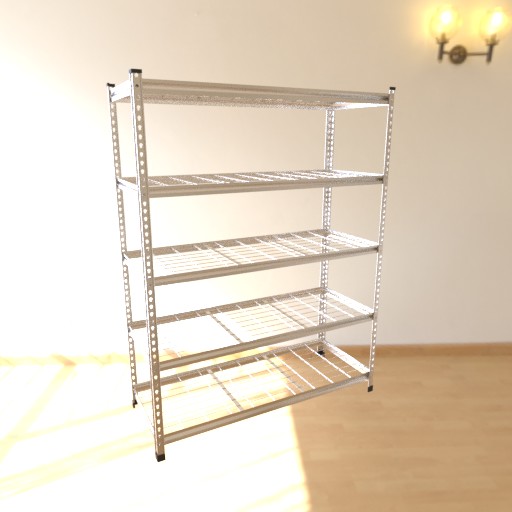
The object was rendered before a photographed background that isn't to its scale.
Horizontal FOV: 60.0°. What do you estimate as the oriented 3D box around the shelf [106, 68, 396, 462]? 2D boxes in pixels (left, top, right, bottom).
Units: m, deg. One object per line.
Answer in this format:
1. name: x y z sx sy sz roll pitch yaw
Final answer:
1. shelf: 0.000 0.000 2.743 1.524 1.981 0.610 -8 17 -27
